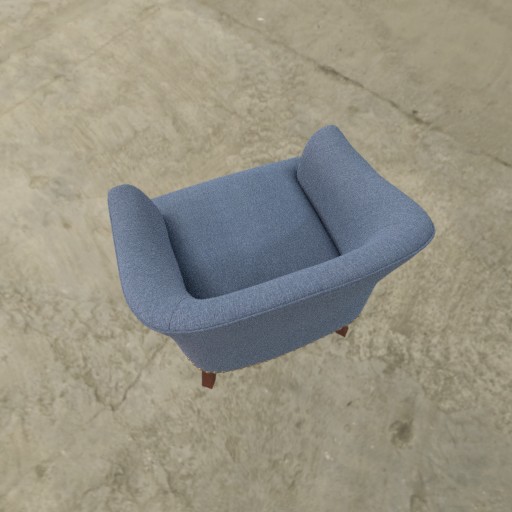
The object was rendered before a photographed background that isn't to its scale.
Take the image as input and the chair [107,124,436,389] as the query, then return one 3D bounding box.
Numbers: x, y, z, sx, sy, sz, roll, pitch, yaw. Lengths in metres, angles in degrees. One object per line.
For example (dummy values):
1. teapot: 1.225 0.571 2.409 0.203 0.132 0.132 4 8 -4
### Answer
1. chair: 0.000 0.000 1.405 0.772 0.815 0.704 -18 61 -10
